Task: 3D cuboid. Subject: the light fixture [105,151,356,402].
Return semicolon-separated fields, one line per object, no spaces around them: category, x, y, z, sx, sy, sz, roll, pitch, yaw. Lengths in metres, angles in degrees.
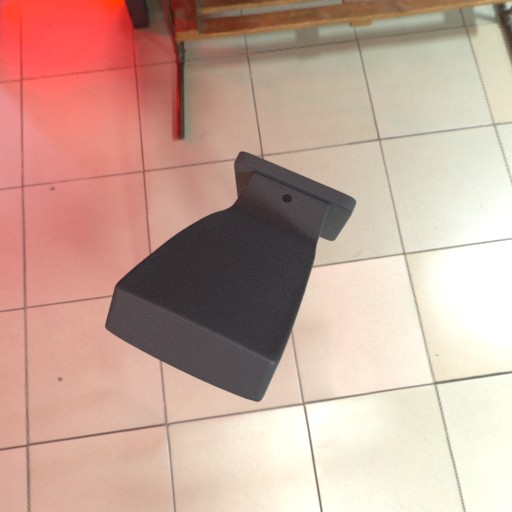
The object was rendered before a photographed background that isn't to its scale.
light fixture;0.000;0.000;0.326;0.108;0.243;0.174;24;78;6
